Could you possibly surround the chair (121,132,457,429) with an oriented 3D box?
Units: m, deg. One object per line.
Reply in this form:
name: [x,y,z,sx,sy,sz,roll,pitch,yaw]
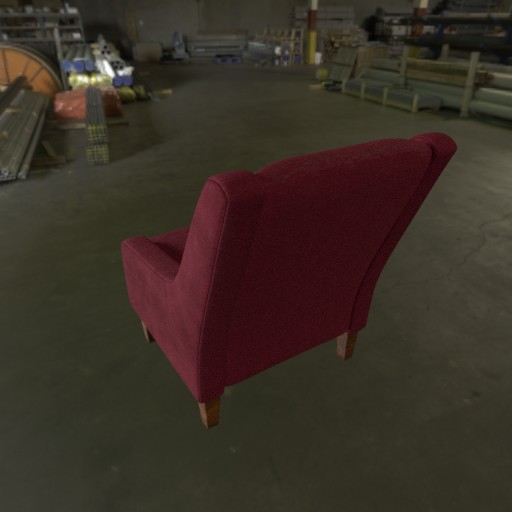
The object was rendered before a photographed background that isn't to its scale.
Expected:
chair: [0.000,0.000,1.692,0.793,1.017,0.985,-17,33,-29]
